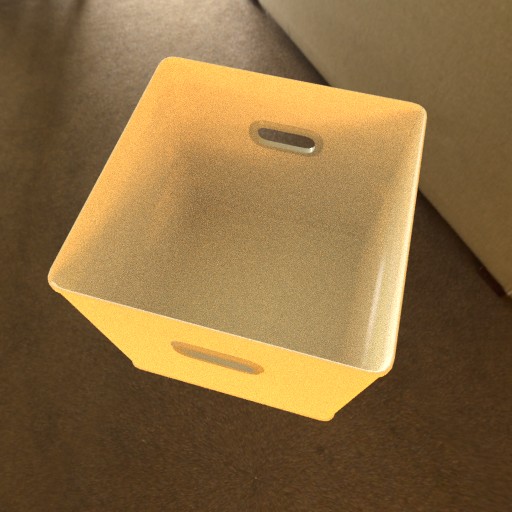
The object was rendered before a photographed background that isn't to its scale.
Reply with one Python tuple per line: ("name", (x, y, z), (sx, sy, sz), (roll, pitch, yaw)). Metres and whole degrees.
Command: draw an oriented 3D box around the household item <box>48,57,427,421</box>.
("household item", (0.000, 0.000, 0.565), (0.305, 0.305, 0.305), (14, 64, 7))
